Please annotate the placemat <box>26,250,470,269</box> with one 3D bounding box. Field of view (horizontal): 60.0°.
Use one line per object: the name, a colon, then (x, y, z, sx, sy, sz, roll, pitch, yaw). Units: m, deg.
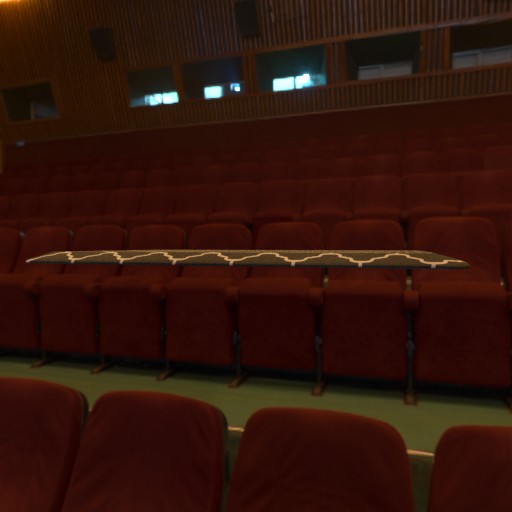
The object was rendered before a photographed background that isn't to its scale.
placemat: (0.000, 0.000, 0.942, 0.762, 0.021, 0.508, 0, 1, 17)
